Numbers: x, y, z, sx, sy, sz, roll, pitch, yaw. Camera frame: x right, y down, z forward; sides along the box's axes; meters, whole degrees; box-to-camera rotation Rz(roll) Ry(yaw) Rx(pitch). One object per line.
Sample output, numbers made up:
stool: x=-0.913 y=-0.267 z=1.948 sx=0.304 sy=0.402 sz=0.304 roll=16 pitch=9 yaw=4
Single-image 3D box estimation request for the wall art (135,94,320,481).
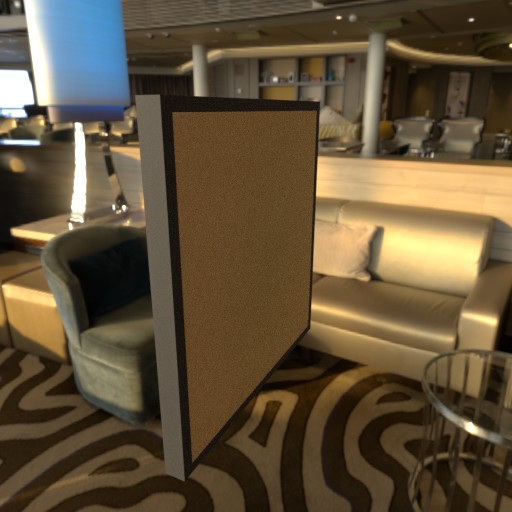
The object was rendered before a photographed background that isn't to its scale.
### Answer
wall art: x=0.000 y=0.000 z=0.761 sx=0.033 sy=0.507 sz=0.508 roll=9 pitch=20 yaw=25
